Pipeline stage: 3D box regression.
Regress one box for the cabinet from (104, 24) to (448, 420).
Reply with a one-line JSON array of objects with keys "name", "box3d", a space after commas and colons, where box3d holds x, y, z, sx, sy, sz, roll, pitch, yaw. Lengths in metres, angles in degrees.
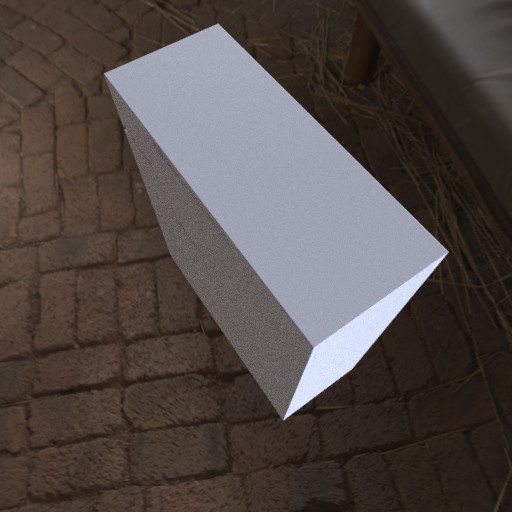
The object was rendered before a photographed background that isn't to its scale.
[{"name": "cabinet", "box3d": [0.000, 0.000, 1.698, 0.400, 1.190, 1.000, -32, 67, -15]}]
